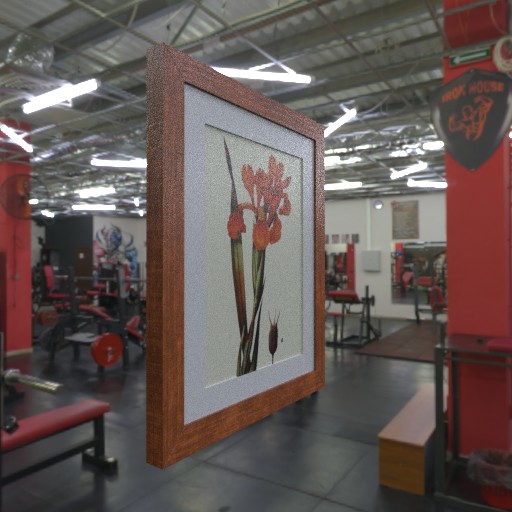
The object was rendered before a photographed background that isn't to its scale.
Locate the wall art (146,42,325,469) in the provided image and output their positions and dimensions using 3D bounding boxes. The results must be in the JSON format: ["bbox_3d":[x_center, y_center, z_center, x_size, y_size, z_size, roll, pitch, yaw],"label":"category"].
[{"bbox_3d":[0.000,0.000,0.787,0.033,0.567,0.467,0,0,36],"label":"wall art"}]
